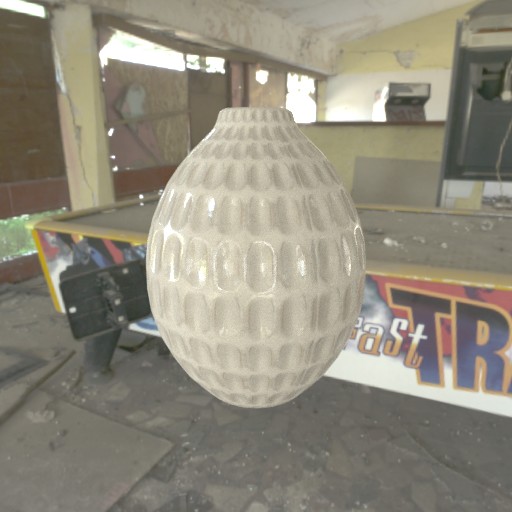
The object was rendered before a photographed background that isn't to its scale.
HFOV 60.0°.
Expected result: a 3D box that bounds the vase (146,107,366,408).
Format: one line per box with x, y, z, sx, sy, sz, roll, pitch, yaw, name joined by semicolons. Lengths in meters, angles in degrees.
0.000;0.000;0.264;0.128;0.167;0.128;0;16;0;vase
